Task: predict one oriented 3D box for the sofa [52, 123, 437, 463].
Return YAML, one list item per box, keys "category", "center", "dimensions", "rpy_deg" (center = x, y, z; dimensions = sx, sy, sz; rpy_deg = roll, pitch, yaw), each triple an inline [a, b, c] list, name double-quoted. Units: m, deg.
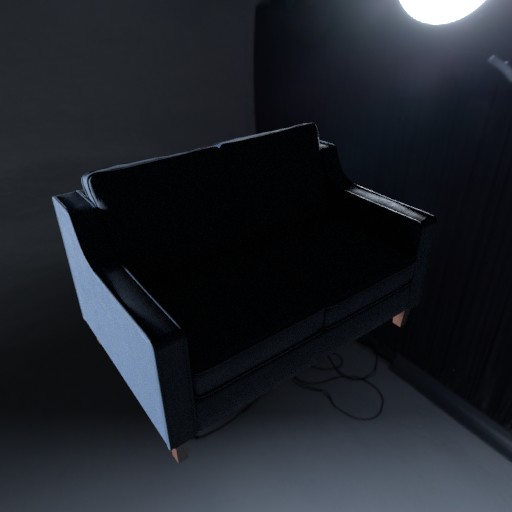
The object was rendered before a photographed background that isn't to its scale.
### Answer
- category: "sofa"
  center: [0.000, 0.000, 2.153]
  dimensions: [1.501, 0.971, 0.987]
  rpy_deg: [-21, 37, -31]
